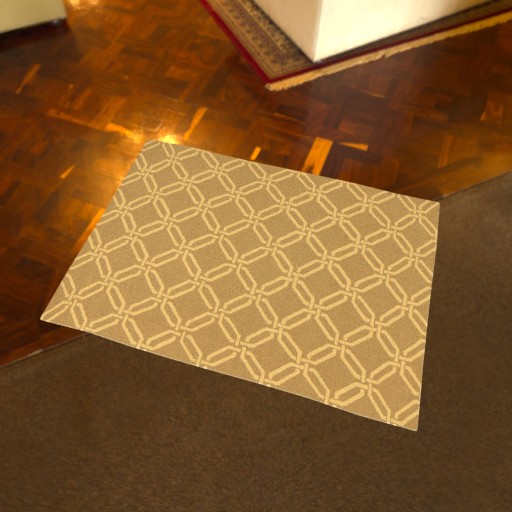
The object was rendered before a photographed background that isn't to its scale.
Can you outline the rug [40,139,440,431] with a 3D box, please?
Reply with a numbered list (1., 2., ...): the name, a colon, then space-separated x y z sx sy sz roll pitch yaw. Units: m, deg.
1. rug: 0.000 0.000 2.750 2.135 0.013 1.524 14 59 9
